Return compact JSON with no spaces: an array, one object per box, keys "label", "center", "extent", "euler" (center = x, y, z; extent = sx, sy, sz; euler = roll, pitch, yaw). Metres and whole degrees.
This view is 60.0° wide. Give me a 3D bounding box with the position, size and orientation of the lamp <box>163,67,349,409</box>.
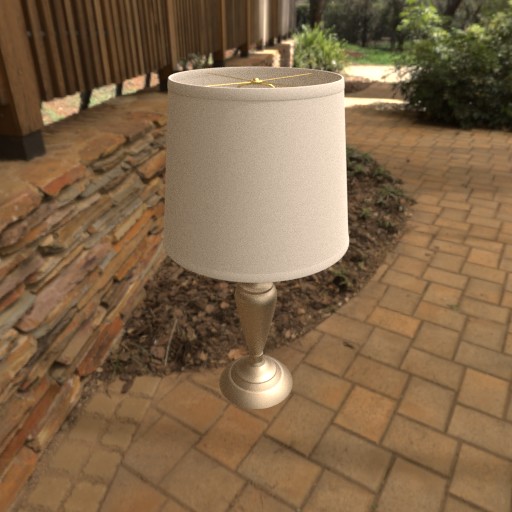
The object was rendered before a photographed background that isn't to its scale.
[{"label":"lamp","center":[0.000,0.000,0.817],"extent":[0.328,0.619,0.328],"euler":[0,29,0]}]
